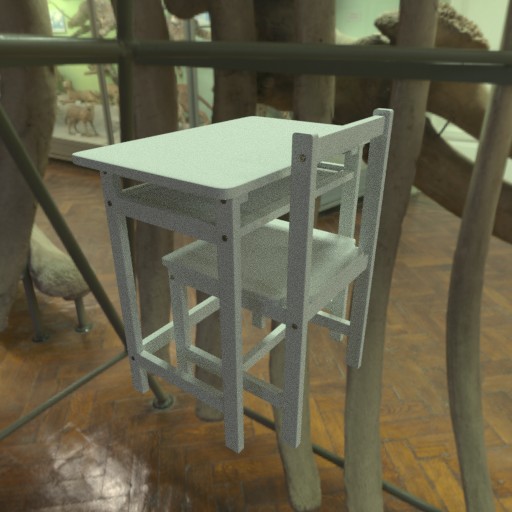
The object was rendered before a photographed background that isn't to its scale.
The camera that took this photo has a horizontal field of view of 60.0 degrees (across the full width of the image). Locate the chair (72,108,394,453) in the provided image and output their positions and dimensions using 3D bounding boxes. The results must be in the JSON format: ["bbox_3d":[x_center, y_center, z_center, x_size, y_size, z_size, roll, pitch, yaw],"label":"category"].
[{"bbox_3d":[0.000,0.000,1.065,0.461,0.673,0.599,18,31,32],"label":"chair"}]
